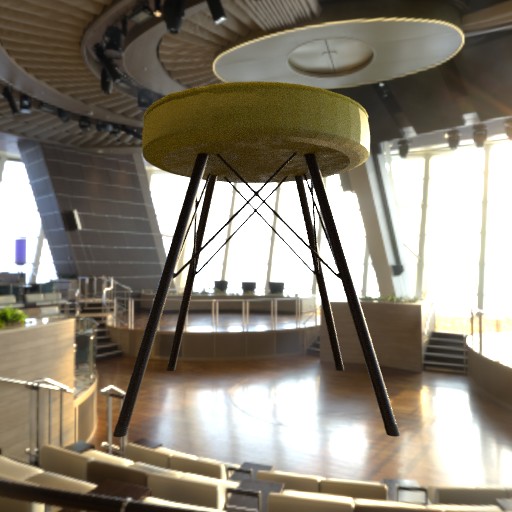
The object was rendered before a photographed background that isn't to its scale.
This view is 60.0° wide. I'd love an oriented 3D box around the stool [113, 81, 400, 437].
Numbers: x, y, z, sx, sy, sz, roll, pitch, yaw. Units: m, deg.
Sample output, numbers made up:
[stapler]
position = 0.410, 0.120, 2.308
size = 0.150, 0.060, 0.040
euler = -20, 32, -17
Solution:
[stool]
position = 0.000, 0.000, 0.817
size = 0.409, 0.508, 0.409
euler = 0, -1, 0
